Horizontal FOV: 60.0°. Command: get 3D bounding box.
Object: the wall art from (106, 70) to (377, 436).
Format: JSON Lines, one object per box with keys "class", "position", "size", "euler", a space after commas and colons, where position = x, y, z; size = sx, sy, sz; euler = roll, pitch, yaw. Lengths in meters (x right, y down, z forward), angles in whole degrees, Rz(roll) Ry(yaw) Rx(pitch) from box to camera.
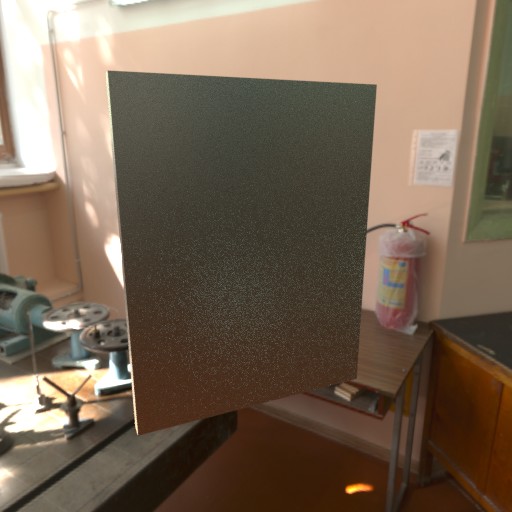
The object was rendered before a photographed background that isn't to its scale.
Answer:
{"class": "wall art", "position": [0.000, 0.000, 0.764], "size": [0.444, 0.569, 0.025], "euler": [-7, 17, -23]}
